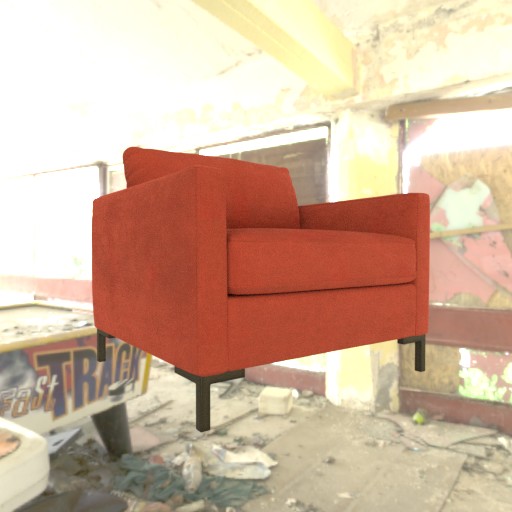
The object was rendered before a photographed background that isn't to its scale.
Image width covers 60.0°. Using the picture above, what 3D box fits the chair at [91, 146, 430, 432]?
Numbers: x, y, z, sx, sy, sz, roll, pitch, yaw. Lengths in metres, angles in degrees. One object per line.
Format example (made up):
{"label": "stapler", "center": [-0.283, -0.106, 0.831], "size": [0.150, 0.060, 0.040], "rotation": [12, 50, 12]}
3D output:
{"label": "chair", "center": [0.000, 0.000, 1.623], "size": [0.964, 0.812, 0.875], "rotation": [-1, 1, -36]}
